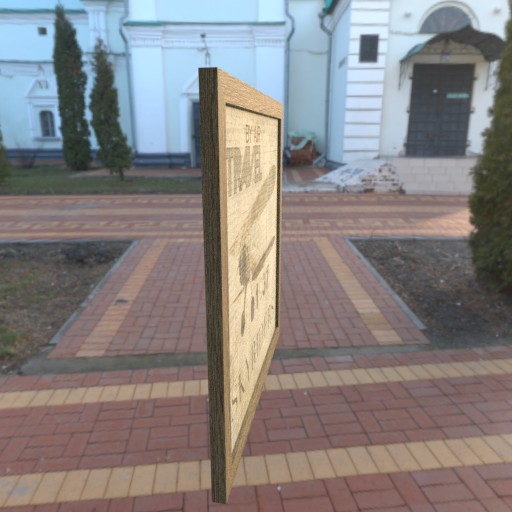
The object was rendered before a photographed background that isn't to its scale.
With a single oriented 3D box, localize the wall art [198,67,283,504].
[{"bbox_3d":[0.000,0.000,0.731,0.019,0.508,0.508,3,15,10],"label":"wall art"}]
